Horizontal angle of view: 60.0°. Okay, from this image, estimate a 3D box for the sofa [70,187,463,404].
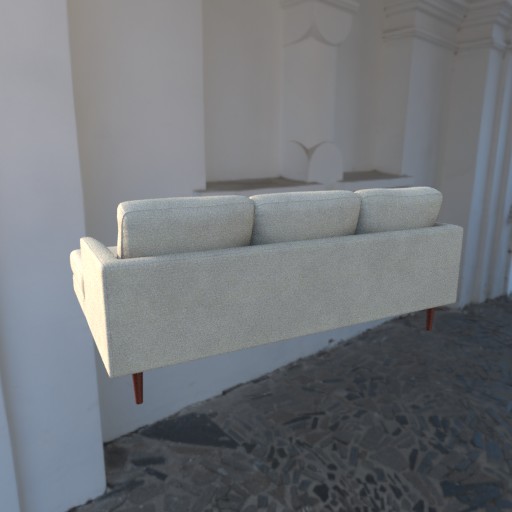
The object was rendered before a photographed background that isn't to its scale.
[{"bbox_3d":[0.000,0.000,3.017,2.233,0.956,1.504,-7,15,-27],"label":"sofa"}]
